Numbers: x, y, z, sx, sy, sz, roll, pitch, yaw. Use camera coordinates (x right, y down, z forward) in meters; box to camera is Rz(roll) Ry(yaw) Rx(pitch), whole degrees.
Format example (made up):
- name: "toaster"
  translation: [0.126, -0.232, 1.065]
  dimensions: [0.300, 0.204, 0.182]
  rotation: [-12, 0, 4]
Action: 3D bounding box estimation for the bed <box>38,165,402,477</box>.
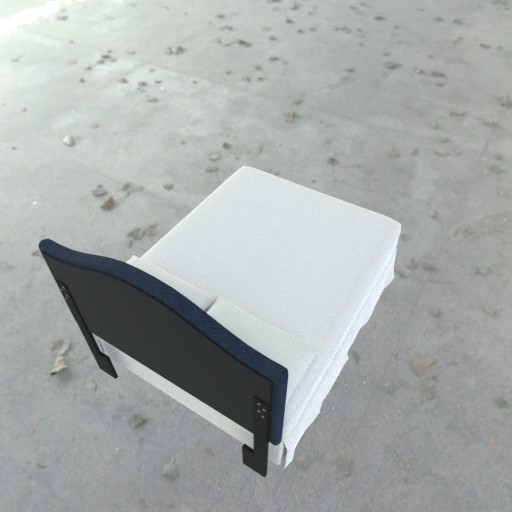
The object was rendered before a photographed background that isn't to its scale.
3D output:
- name: "bed"
  translation: [0.000, 0.000, 3.282]
  dimensions: [1.725, 1.518, 2.153]
  rotation: [24, 51, 21]
